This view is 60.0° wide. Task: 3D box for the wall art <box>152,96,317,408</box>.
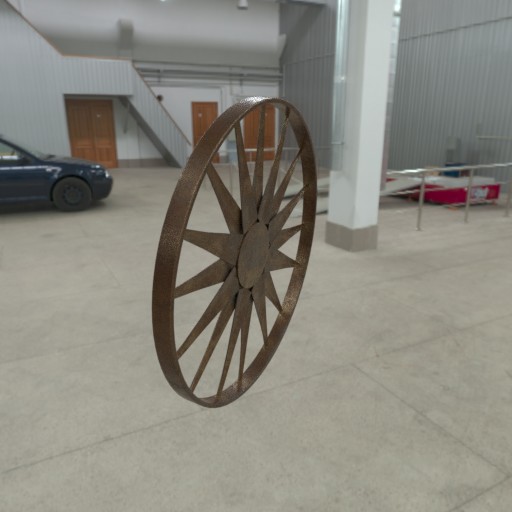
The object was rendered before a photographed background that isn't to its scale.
[{"bbox_3d":[0.000,0.000,0.860,0.084,0.583,0.582,8,19,26],"label":"wall art"}]
